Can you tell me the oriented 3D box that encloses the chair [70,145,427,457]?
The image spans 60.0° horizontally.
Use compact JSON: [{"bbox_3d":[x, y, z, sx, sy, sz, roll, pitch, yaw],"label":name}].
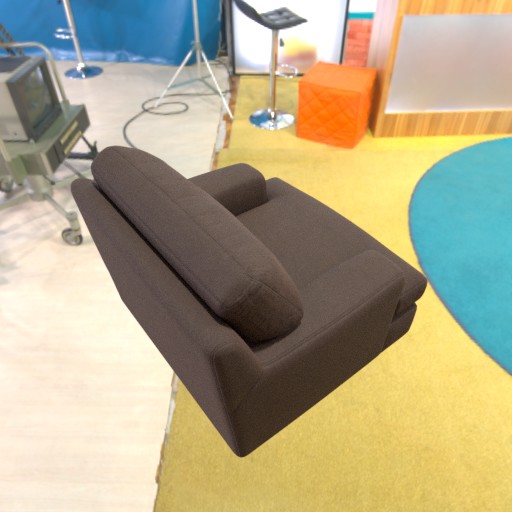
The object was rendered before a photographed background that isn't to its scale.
[{"bbox_3d":[0.000,0.000,1.992,1.143,0.940,1.168,-27,48,-27],"label":"chair"}]
